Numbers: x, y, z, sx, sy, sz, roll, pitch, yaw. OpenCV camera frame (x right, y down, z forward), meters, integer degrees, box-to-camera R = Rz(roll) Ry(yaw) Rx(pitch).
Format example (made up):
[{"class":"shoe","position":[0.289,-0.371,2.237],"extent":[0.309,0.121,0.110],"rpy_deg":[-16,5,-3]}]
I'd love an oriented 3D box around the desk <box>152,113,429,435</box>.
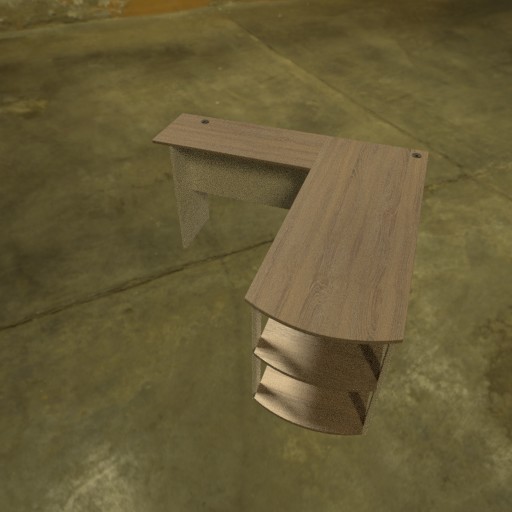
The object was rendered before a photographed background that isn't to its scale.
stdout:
[{"class":"desk","position":[0.000,0.000,2.152],"extent":[1.361,0.716,1.303],"rpy_deg":[13,43,15]}]
